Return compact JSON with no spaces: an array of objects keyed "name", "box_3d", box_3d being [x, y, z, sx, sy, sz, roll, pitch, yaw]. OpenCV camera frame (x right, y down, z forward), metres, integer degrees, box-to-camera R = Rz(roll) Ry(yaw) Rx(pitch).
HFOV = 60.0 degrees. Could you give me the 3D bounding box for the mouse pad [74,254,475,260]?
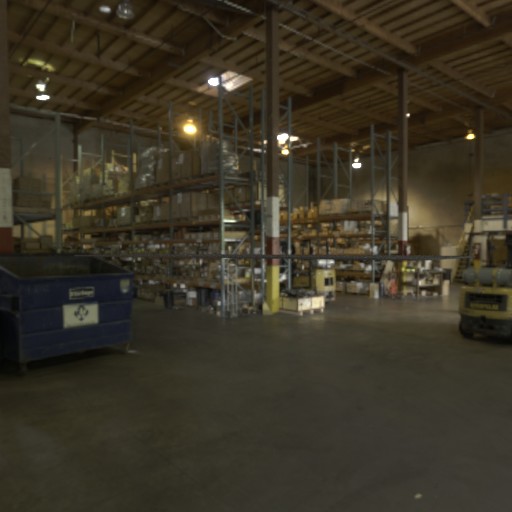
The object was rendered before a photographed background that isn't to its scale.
[{"name":"mouse pad","box_3d":[0.000,0.000,1.076,0.907,0.003,0.424,1,1,36]}]
